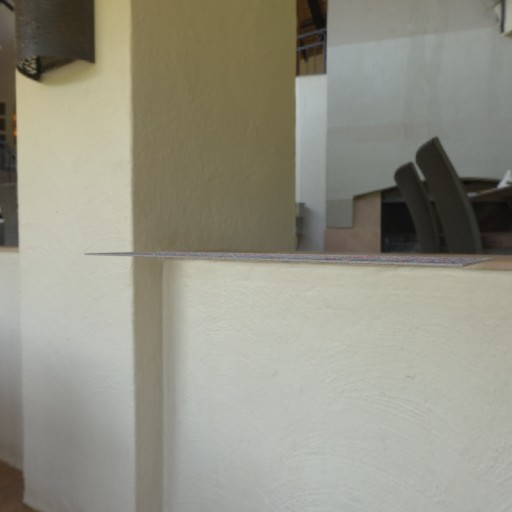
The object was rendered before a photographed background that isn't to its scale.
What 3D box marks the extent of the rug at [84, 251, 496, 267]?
[{"bbox_3d":[0.000,0.000,1.980,1.827,0.012,0.553,1,2,37],"label":"rug"}]
